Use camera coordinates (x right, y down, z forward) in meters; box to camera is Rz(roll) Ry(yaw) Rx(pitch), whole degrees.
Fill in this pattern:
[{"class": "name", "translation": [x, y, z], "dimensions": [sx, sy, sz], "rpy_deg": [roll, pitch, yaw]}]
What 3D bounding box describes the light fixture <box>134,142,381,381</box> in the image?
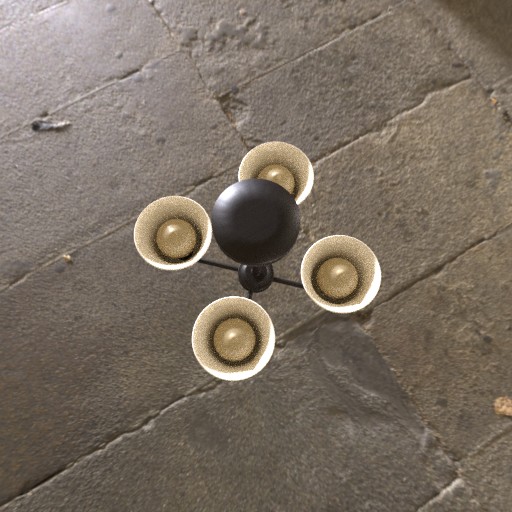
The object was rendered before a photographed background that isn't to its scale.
[{"class": "light fixture", "translation": [0.000, 0.000, 1.931], "dimensions": [1.069, 0.925, 1.069], "rpy_deg": [14, 75, 4]}]
